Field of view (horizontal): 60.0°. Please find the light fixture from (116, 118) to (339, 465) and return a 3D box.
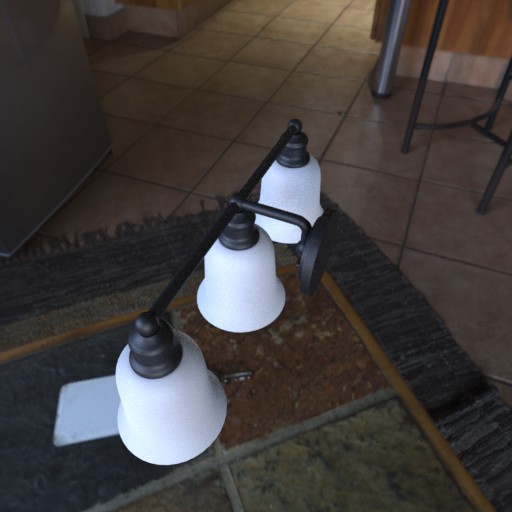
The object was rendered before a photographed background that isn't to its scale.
[{"bbox_3d":[0.000,0.000,0.645,0.198,0.211,0.570,18,49,17],"label":"light fixture"}]
